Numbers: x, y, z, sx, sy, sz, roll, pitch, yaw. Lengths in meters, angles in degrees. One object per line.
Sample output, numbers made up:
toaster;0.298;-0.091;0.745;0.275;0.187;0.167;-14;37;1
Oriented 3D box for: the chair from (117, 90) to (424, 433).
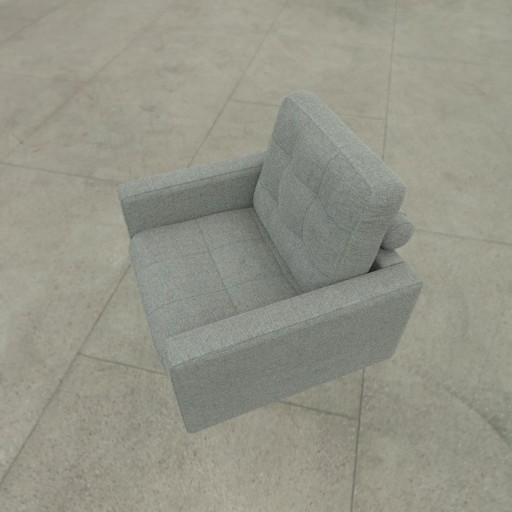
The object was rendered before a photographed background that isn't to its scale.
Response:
chair;0.000;0.000;1.569;0.843;0.880;0.821;-16;49;-15
